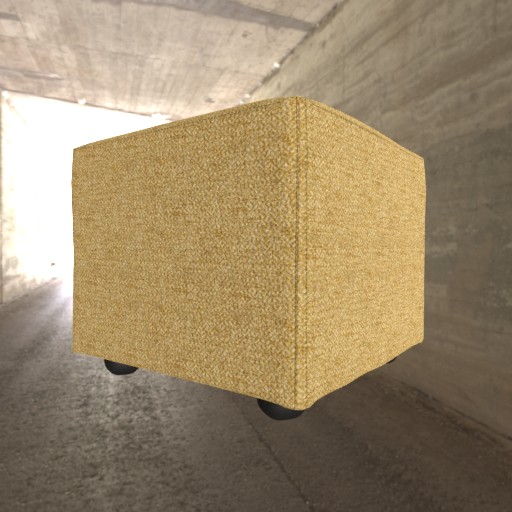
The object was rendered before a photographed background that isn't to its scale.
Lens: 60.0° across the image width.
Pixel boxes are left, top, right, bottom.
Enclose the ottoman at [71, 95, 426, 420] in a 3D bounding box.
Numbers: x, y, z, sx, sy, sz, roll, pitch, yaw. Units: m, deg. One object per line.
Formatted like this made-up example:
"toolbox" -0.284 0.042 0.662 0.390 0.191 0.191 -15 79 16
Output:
"ottoman" 0.000 0.000 0.864 0.512 0.441 0.505 1 1 37
